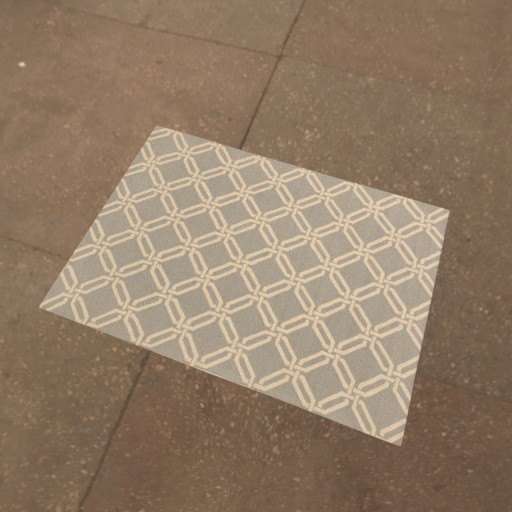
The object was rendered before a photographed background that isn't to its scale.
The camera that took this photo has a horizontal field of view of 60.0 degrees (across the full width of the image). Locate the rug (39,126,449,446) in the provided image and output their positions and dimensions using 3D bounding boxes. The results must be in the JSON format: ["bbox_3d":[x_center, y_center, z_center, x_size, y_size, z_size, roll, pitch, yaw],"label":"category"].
[{"bbox_3d":[0.000,0.000,2.736,2.133,0.013,1.522,18,64,9],"label":"rug"}]
